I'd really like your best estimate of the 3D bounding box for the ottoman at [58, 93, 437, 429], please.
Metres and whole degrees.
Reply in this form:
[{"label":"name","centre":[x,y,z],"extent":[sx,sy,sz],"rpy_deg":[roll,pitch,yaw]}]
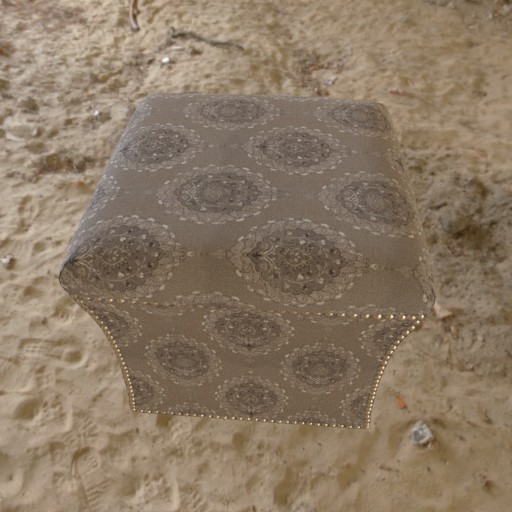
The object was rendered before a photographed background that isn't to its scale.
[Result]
[{"label":"ottoman","centre":[0.000,0.000,0.865],"extent":[0.507,0.473,0.497],"rpy_deg":[3,47,3]}]
